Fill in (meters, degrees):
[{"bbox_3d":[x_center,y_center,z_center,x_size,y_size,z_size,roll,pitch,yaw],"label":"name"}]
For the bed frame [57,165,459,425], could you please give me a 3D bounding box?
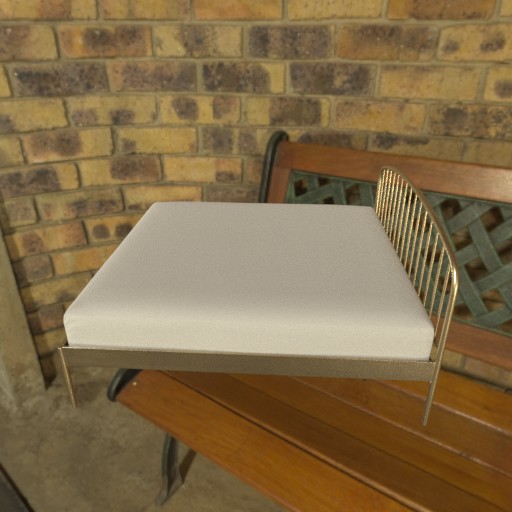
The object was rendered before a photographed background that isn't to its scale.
[{"bbox_3d":[0.000,0.000,3.308,2.152,1.174,2.016,2,26,3],"label":"bed frame"}]
